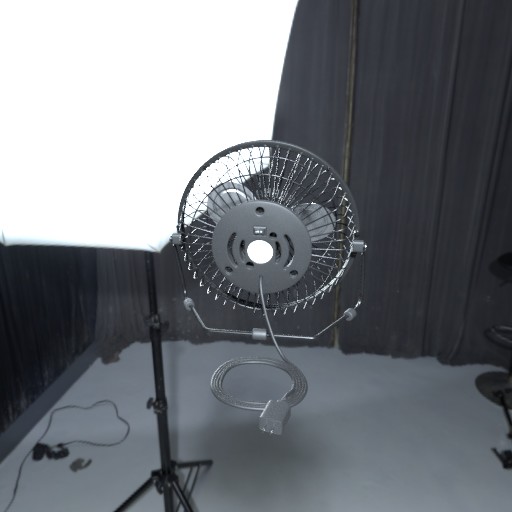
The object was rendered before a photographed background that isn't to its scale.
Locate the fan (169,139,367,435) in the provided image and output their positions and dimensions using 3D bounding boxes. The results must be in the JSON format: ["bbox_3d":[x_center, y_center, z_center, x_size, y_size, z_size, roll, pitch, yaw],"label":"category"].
[{"bbox_3d":[0.000,0.000,0.382,0.209,0.188,0.227,3,18,8],"label":"fan"}]
